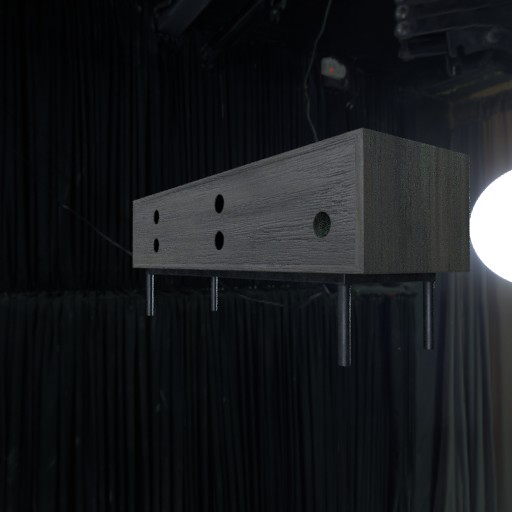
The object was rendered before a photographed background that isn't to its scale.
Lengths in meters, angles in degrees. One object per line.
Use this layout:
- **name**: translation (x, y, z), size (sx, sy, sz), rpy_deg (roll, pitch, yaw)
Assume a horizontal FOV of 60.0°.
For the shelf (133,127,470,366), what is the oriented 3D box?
- **shelf**: translation (0.000, 0.000, 1.523), size (0.400, 0.495, 1.300), rpy_deg (1, -1, -35)
